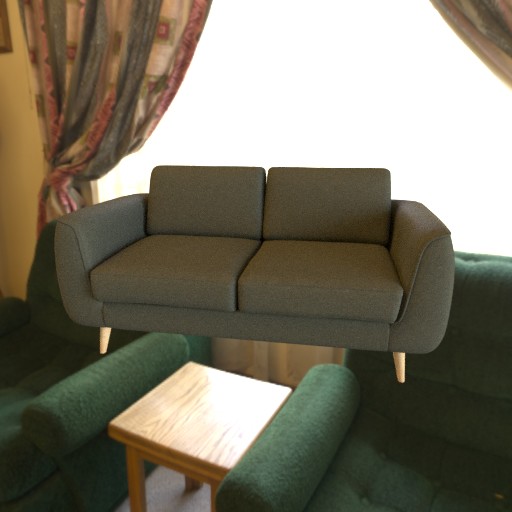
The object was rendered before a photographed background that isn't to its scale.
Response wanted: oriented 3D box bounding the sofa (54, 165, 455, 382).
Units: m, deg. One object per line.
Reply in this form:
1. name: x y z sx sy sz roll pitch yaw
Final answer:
1. sofa: 0.000 0.000 2.234 1.700 0.850 0.920 3 16 10
